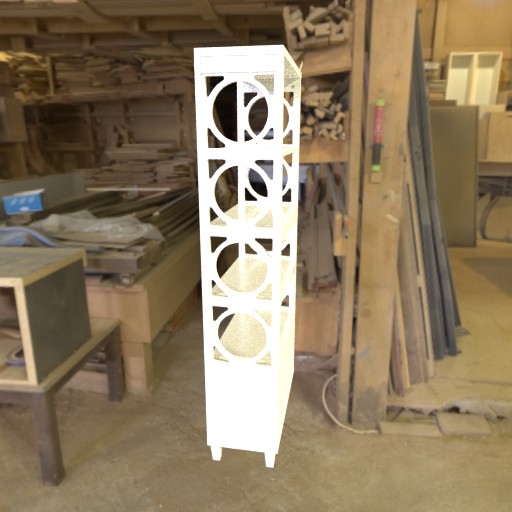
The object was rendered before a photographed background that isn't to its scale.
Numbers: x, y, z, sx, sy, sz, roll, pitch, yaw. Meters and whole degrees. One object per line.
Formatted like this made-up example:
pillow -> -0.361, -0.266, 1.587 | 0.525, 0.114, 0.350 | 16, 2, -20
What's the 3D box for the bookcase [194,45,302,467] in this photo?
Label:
bookcase -> 0.000, 0.000, 2.211 | 0.361, 1.869, 0.761 | 3, 16, 10
